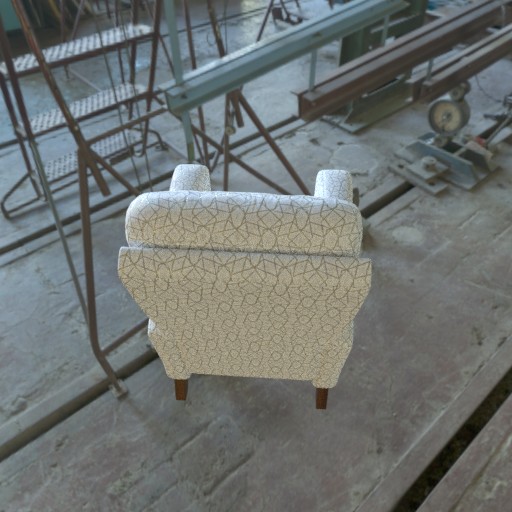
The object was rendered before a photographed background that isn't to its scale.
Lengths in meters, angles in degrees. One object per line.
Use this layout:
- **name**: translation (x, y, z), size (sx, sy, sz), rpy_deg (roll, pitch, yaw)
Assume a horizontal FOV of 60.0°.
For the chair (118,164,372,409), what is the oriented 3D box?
- **chair**: translation (0.000, 0.000, 1.739), size (0.796, 1.064, 0.995), rpy_deg (3, 45, 3)
